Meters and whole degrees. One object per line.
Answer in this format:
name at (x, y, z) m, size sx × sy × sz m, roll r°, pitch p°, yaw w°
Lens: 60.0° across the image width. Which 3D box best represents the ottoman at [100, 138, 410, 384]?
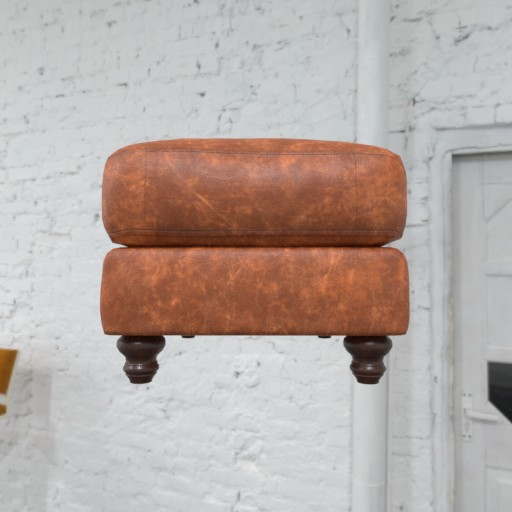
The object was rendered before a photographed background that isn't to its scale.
ottoman at (0.000, 0.000, 1.276) m, size 0.657 × 0.562 × 0.832 m, roll 0°, pitch -2°, yaw 0°
